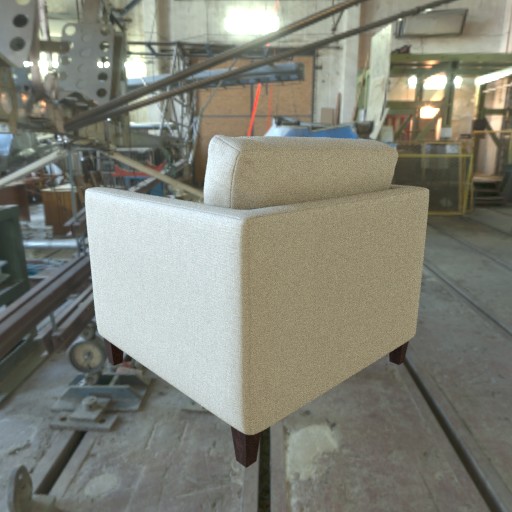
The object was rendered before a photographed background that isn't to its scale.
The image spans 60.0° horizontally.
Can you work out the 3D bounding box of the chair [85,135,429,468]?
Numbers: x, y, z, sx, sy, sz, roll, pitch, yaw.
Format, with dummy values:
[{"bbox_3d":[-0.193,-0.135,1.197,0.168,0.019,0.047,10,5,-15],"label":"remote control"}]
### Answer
[{"bbox_3d":[0.000,0.000,1.757,0.996,0.919,0.959,-14,20,-42],"label":"chair"}]
